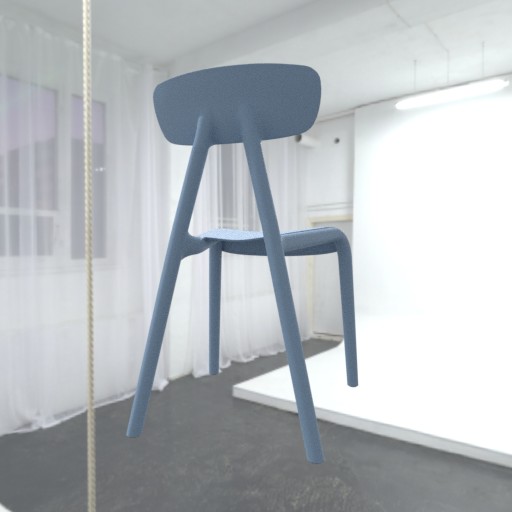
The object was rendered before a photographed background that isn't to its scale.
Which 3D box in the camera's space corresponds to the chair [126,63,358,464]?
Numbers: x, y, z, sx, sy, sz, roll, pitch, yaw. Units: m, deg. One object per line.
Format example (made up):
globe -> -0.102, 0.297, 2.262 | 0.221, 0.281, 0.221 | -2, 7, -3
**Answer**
chair -> 0.000, 0.000, 0.850 | 0.356, 0.580, 0.401 | 0, 0, 17
